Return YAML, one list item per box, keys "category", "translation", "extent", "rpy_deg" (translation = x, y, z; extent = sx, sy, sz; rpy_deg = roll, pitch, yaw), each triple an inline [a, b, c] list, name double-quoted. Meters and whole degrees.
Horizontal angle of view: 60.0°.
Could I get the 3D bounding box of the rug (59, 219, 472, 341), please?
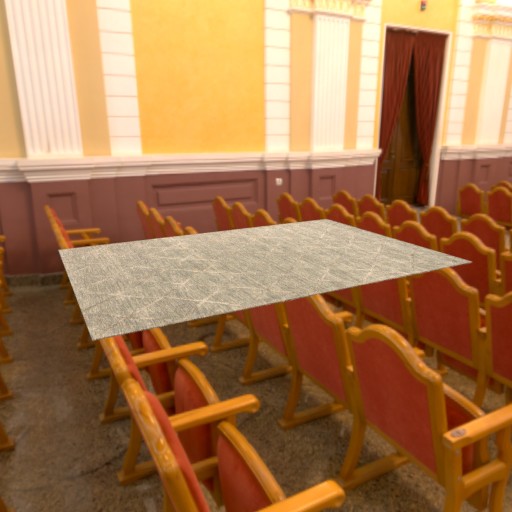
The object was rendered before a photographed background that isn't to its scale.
- category: "rug"
  translation: [0.000, 0.000, 2.929]
  extent: [2.283, 0.006, 1.521]
  rpy_deg: [-8, 18, -27]
